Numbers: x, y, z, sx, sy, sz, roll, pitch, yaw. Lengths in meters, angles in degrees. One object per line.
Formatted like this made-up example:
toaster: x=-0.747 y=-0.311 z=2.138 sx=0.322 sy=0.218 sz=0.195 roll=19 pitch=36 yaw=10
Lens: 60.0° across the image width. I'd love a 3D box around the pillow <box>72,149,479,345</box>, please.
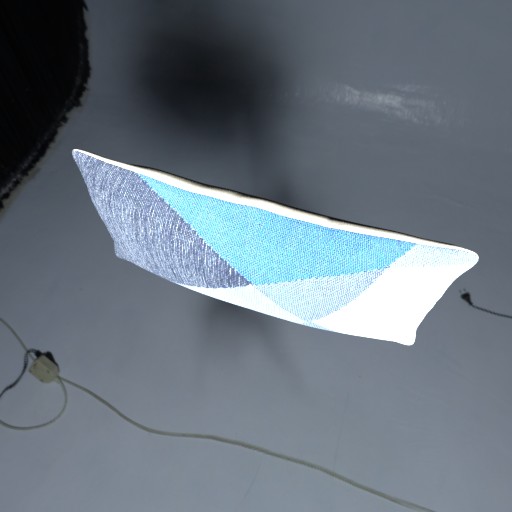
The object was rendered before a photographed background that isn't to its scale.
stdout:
pillow: x=0.000 y=0.000 z=0.738 sx=0.604 sy=0.307 sz=0.148 roll=16 pitch=59 yaw=10
